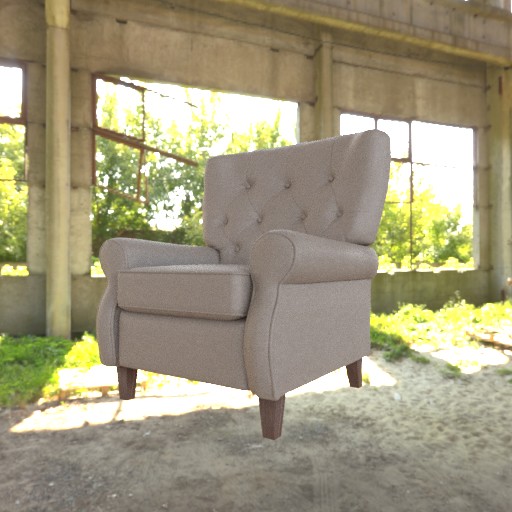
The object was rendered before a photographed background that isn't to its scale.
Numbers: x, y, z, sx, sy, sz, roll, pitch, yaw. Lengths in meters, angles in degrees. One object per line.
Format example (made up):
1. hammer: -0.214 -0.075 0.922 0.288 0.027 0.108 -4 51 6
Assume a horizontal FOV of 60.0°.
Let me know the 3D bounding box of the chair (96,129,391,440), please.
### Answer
1. chair: 0.000 0.000 1.906 0.999 1.138 1.041 -1 -1 35
